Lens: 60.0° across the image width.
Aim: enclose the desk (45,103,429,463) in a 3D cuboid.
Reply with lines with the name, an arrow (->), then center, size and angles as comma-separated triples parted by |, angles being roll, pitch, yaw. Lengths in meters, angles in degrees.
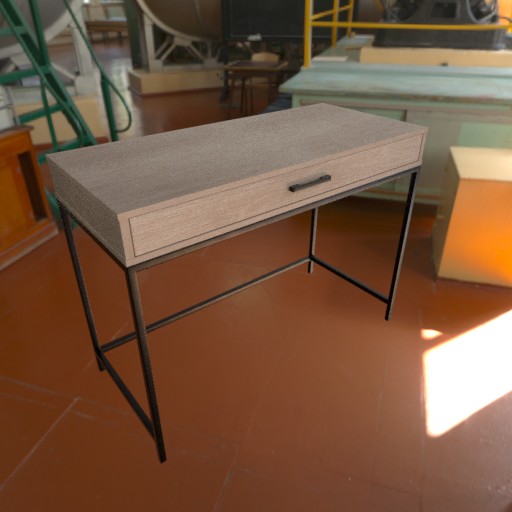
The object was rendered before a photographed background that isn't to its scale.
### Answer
desk -> 0.000, 0.000, 1.450 | 1.016, 0.762, 0.470 | -22, 37, -32
